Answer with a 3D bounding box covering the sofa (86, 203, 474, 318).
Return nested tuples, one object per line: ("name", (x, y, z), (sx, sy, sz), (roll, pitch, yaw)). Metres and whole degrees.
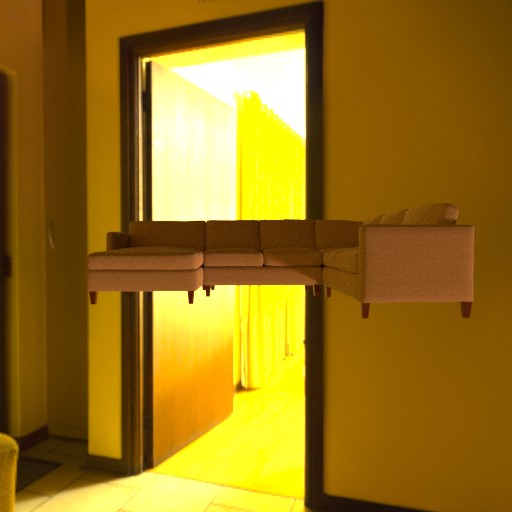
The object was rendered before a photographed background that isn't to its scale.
("sofa", (0.000, 0.000, 4.753), (3.460, 0.961, 2.594), (0, 1, -2))
